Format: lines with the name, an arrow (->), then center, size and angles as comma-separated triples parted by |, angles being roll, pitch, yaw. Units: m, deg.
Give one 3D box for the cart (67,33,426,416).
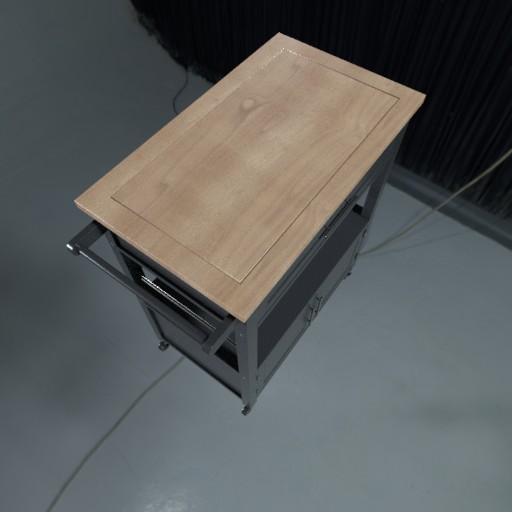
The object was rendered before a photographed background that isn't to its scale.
cart -> 0.000, 0.000, 1.403 | 0.459, 0.901, 0.840 | 32, 64, 18
